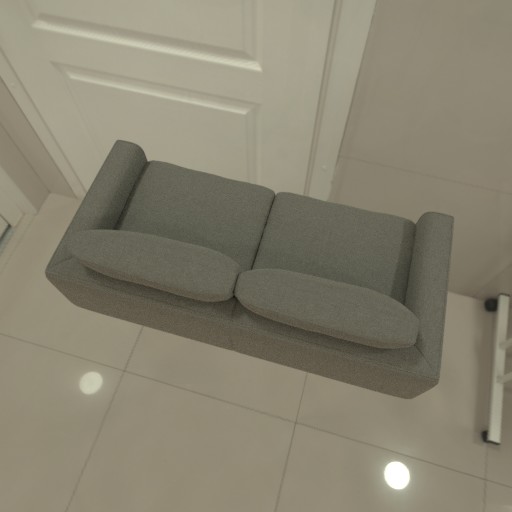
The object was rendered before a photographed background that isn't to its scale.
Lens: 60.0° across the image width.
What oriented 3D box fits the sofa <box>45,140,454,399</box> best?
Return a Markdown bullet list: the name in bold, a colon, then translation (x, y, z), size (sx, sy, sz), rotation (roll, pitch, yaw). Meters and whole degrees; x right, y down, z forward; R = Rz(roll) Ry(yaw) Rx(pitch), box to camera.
- **sofa**: translation (0.000, 0.000, 2.744), size (2.262, 0.801, 1.070), rotation (14, 64, 7)
